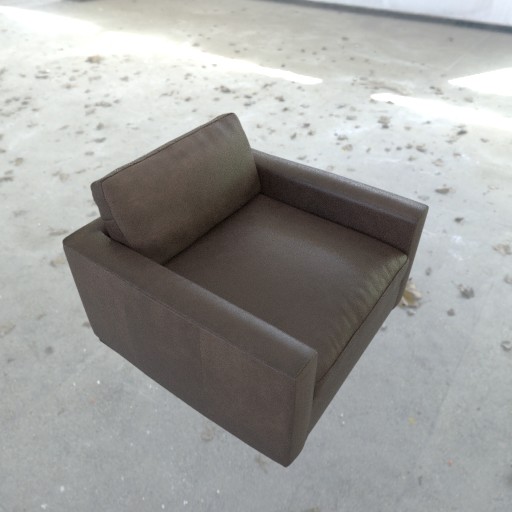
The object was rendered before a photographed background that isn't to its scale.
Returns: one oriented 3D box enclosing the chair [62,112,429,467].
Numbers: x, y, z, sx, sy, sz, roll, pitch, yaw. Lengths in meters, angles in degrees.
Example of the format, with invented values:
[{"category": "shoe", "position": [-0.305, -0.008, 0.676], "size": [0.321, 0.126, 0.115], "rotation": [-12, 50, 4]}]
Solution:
[{"category": "chair", "position": [0.000, 0.000, 1.840], "size": [1.069, 0.812, 1.100], "rotation": [25, 45, 27]}]
